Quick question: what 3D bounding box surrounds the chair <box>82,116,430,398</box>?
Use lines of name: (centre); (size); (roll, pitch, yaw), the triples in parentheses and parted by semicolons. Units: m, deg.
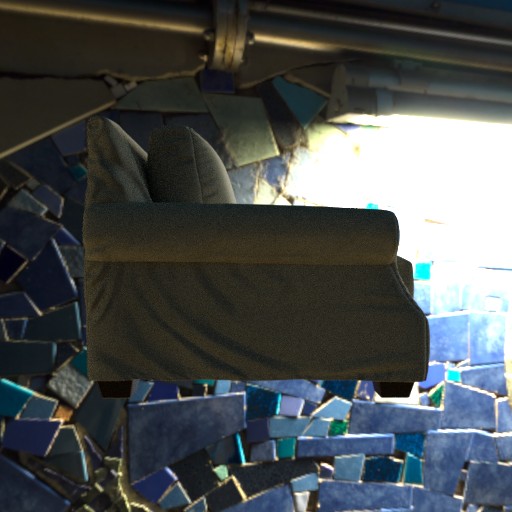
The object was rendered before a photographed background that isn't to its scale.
chair: (0.000, 0.000, 1.712); (1.066, 0.866, 0.940); (0, 0, 0)
